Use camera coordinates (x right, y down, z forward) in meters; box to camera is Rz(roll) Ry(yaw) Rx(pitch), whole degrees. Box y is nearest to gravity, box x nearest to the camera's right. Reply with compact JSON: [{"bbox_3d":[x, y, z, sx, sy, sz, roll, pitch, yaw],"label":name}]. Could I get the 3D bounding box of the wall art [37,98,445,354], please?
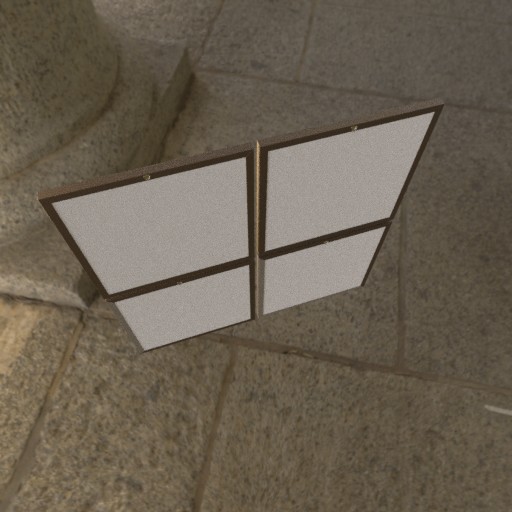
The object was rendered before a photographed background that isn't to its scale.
[{"bbox_3d":[0.000,0.000,1.518,1.032,1.032,0.030,-15,60,-9],"label":"wall art"}]
